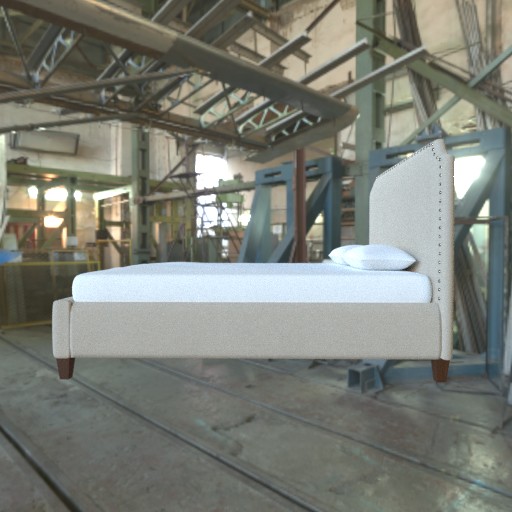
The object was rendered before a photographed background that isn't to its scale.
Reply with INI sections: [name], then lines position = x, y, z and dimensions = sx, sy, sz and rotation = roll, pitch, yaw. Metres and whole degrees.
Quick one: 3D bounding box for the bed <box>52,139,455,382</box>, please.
[bed]
position = 0.000, 0.000, 3.411
dimensions = 2.372, 1.443, 1.713
rotation = 0, 1, 1
